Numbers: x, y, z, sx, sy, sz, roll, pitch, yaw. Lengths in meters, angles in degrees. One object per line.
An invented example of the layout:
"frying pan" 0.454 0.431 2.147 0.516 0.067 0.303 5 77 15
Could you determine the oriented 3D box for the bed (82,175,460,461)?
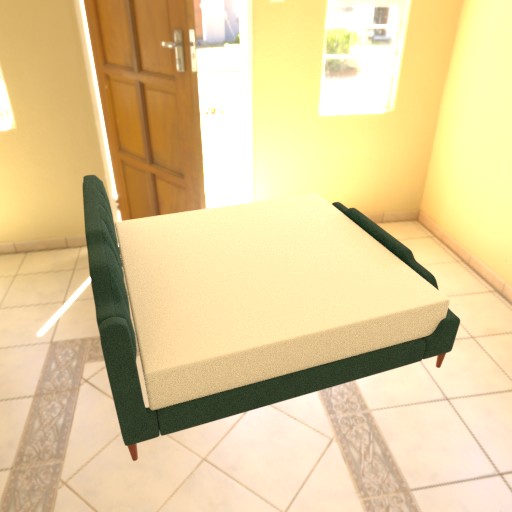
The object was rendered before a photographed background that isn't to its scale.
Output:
"bed" 0.000 0.000 3.473 2.340 1.245 2.074 -10 32 -17
